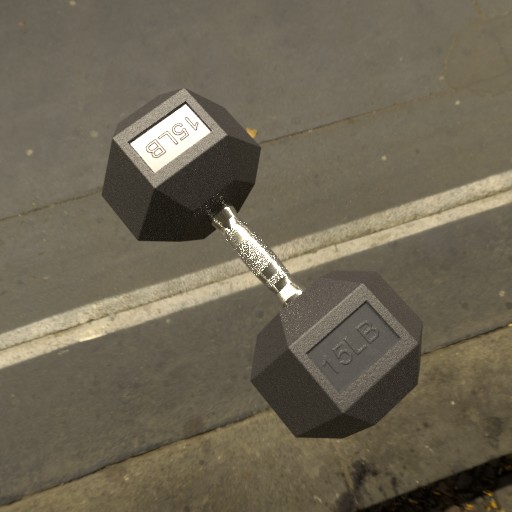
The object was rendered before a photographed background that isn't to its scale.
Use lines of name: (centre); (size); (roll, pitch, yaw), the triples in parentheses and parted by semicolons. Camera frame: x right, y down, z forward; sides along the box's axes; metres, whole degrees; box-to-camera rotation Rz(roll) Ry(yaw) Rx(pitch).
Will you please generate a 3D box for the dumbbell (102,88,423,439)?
dumbbell: (0.000, 0.000, 0.332); (0.122, 0.106, 0.271); (-39, 78, -10)
